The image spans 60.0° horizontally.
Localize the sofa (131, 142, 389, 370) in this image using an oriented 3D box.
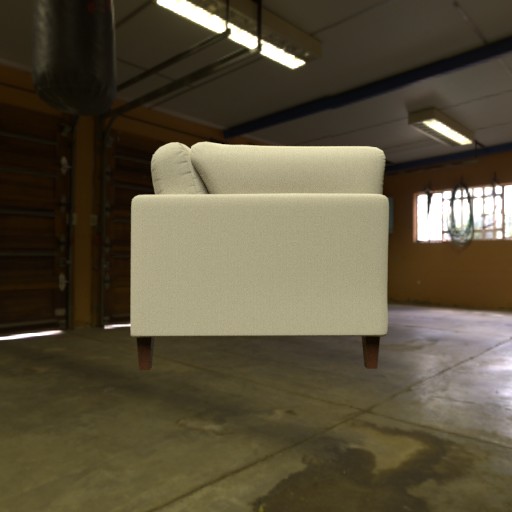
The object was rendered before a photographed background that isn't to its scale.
[{"bbox_3d":[0.000,0.000,2.710,0.957,0.863,2.301,0,-1,-1],"label":"sofa"}]
